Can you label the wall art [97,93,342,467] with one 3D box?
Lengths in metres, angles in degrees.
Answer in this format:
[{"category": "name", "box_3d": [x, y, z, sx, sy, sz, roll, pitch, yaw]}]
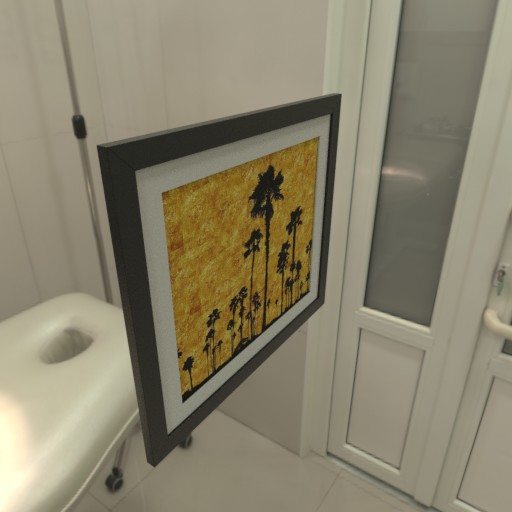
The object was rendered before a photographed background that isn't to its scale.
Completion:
[{"category": "wall art", "box_3d": [0.000, 0.000, 0.529, 0.012, 0.332, 0.383, 17, 32, 31]}]
